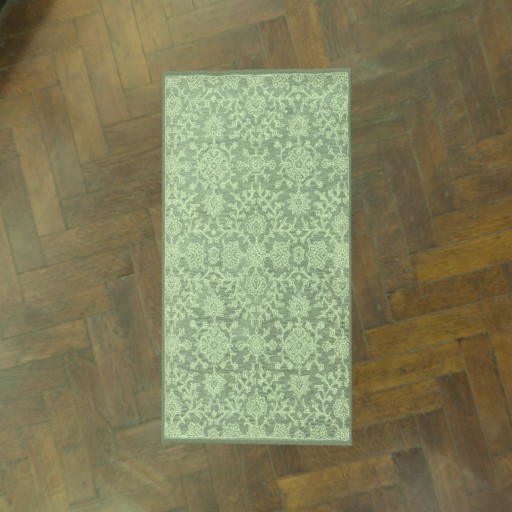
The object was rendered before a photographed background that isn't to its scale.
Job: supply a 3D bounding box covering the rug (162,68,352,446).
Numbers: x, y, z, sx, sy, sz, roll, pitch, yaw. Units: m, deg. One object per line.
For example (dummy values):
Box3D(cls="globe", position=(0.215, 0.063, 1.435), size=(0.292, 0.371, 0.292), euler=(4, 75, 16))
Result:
Box3D(cls="rug", position=(0.000, 0.000, 3.606), size=(1.546, 0.011, 3.048), euler=(0, 89, 2))
